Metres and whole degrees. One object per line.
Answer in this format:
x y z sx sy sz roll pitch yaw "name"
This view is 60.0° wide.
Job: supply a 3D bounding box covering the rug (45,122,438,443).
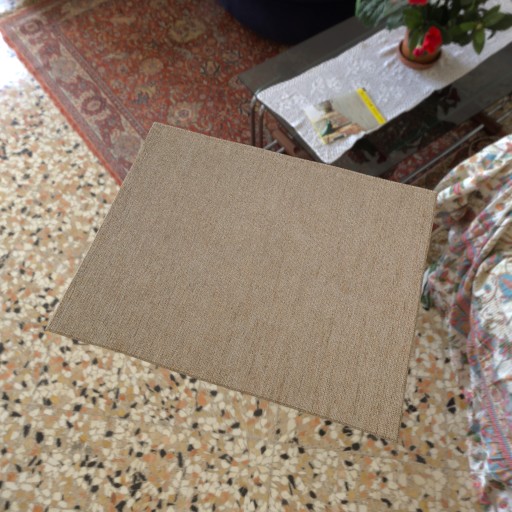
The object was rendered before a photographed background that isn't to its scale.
0.000 0.000 4.091 3.034 0.012 2.406 16 66 7 "rug"
